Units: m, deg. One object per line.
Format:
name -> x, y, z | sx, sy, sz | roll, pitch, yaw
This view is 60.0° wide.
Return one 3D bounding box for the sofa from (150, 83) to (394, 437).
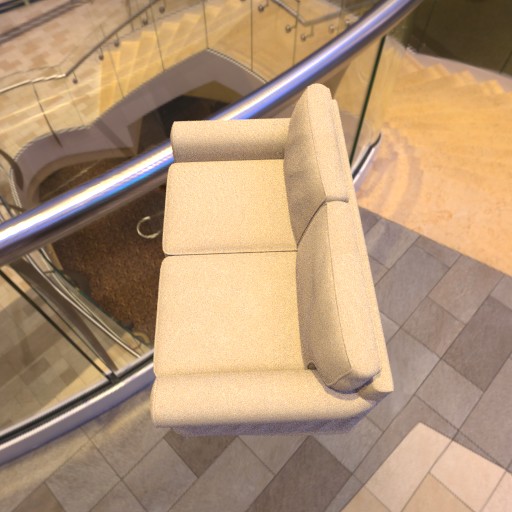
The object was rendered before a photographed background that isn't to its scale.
sofa -> 0.000, 0.000, 2.357 | 0.991, 0.940, 1.727 | -2, 59, -1
